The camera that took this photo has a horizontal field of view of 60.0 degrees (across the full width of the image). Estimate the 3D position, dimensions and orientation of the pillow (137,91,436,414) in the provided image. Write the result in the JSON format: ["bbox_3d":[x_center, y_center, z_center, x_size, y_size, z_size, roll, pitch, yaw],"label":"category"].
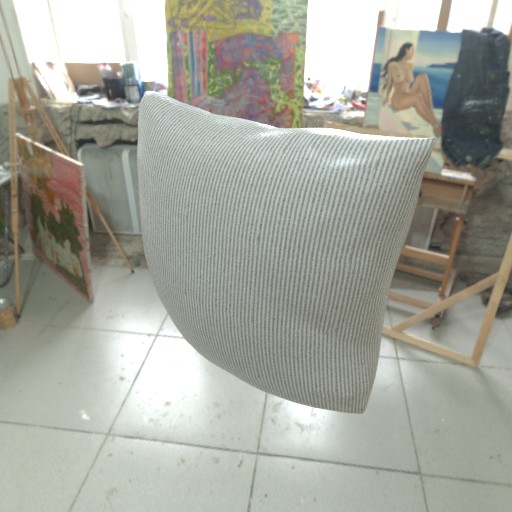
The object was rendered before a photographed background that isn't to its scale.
[{"bbox_3d":[0.000,0.000,0.679,0.310,0.432,0.387,-11,33,-18],"label":"pillow"}]
